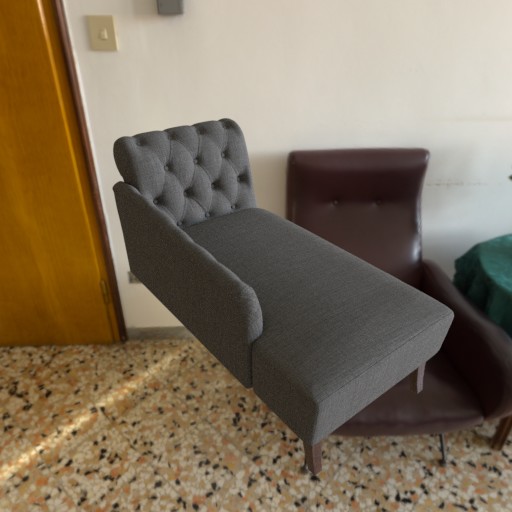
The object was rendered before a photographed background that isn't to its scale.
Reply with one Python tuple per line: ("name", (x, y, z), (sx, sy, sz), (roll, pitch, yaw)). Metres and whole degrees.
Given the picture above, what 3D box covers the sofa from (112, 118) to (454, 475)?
("sofa", (0.000, 0.000, 1.792), (0.675, 0.787, 1.379), (-22, 37, -32))
